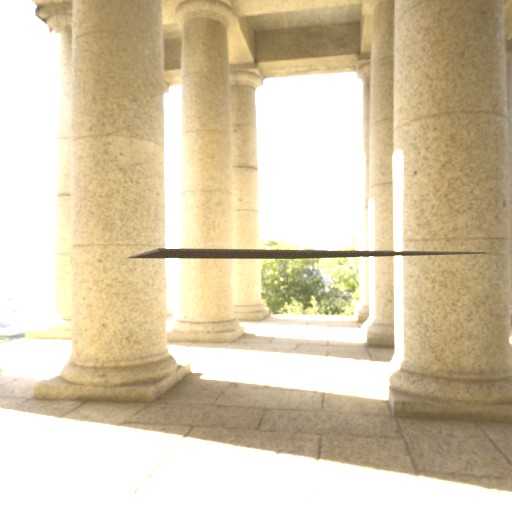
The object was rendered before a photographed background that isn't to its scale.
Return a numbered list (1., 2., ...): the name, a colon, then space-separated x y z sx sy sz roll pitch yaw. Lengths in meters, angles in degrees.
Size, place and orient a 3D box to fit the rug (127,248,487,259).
1. rug: 0.000 0.000 2.341 1.220 0.007 1.828 0 -1 -19
